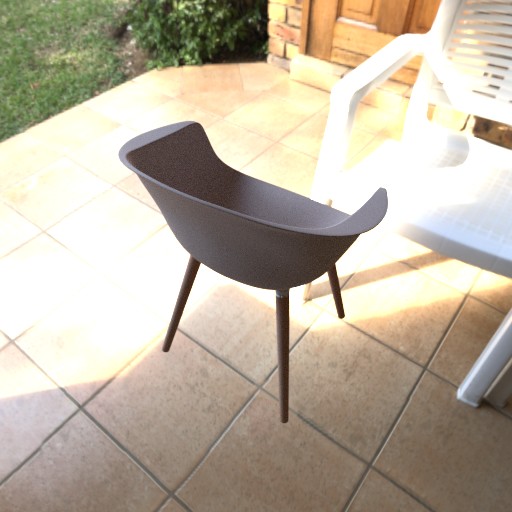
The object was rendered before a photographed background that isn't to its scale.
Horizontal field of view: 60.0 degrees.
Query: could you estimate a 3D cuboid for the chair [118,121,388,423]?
[{"bbox_3d":[0.000,0.000,1.181,0.593,0.781,0.504,25,52,21],"label":"chair"}]
